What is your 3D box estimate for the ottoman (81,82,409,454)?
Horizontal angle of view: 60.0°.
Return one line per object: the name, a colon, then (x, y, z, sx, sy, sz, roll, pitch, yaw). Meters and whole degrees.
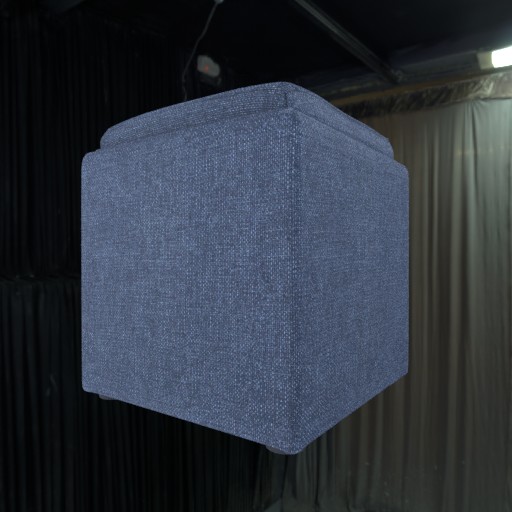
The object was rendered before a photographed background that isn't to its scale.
ottoman: (0.000, 0.000, 0.830, 0.436, 0.493, 0.454, 0, 1, 36)
